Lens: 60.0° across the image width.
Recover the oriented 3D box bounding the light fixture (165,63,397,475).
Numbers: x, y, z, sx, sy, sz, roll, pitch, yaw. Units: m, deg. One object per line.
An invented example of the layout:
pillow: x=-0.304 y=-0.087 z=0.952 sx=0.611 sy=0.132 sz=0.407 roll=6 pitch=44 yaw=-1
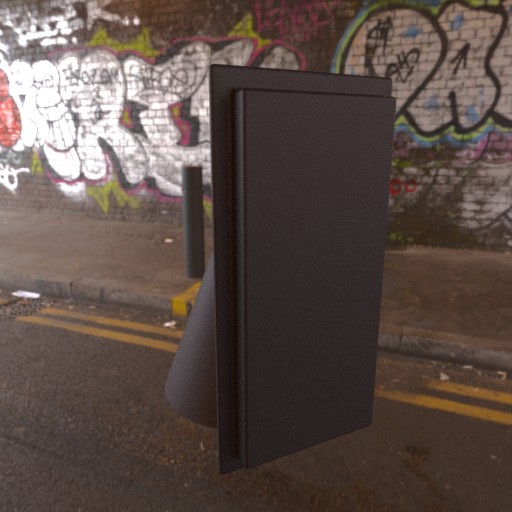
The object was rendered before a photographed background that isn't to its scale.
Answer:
light fixture: x=0.000 y=0.000 z=0.411 sx=0.170 sy=0.298 sz=0.207 roll=-7 pitch=16 yaw=-26
